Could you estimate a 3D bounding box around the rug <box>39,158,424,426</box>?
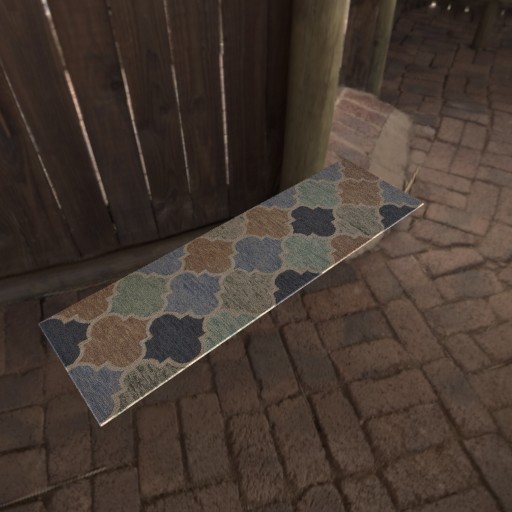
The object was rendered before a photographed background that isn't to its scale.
[{"bbox_3d":[0.000,0.000,2.561,2.287,0.011,0.687,-31,53,-27],"label":"rug"}]
